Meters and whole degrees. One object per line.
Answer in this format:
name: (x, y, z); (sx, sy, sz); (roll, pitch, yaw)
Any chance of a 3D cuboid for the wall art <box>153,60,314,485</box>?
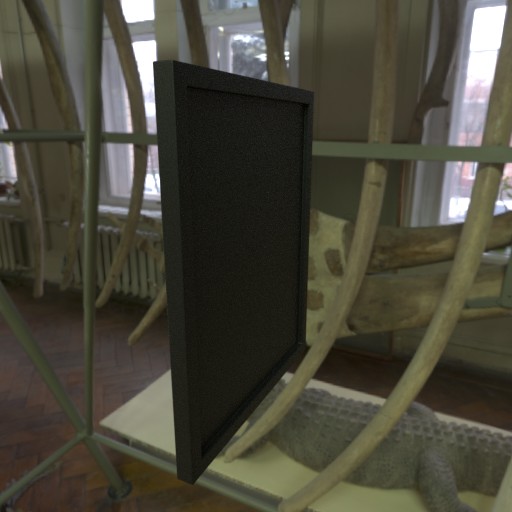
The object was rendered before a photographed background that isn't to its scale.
wall art: (0.000, 0.000, 0.755); (0.028, 0.559, 0.457); (8, 18, 25)
